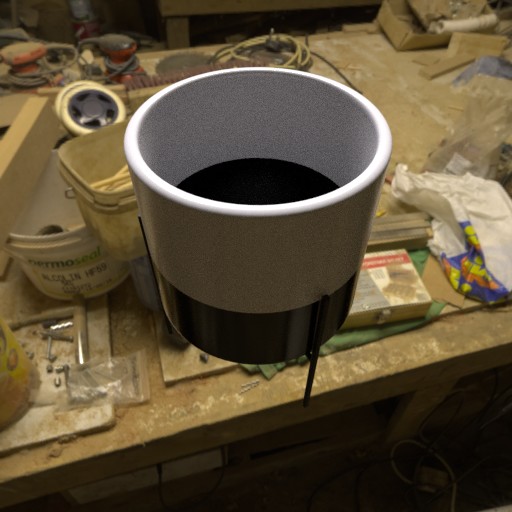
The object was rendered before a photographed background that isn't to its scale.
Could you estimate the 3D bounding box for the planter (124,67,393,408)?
[{"bbox_3d":[0.000,0.000,0.657,0.310,0.432,0.310,-11,49,-10],"label":"planter"}]
